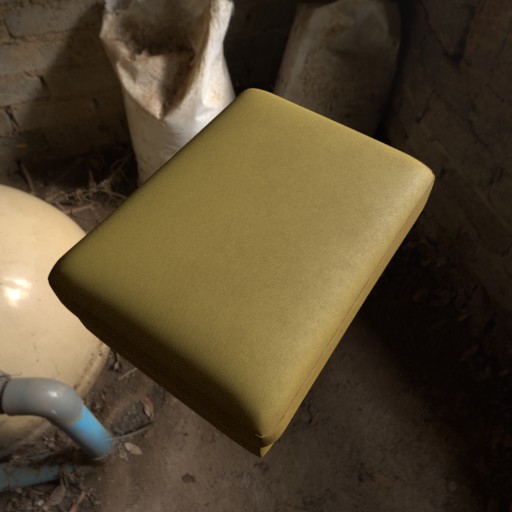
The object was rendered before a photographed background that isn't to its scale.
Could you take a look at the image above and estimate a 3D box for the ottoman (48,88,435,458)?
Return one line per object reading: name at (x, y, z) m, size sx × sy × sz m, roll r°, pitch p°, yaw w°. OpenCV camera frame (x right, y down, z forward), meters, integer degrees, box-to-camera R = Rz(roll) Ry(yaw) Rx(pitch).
ottoman at (0.000, 0.000, 1.169) m, size 0.608 × 0.449 × 0.811 m, roll 30°, pitch 63°, yaw 18°
